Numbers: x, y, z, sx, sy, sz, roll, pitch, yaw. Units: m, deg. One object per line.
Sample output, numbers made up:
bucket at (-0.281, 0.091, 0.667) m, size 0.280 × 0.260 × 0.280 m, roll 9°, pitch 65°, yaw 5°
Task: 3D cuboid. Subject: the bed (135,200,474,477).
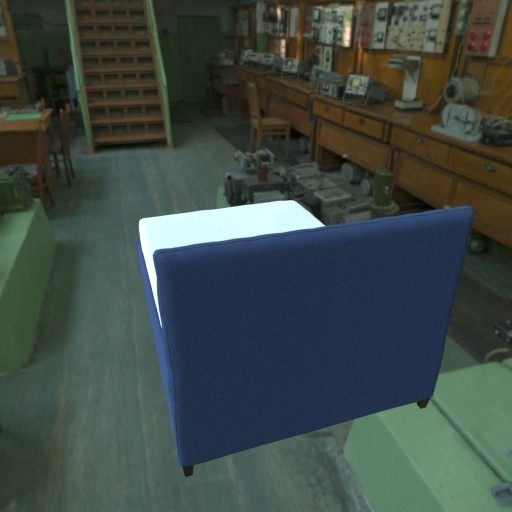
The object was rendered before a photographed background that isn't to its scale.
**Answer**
bed at (0.000, 0.000, 3.412) m, size 1.706 × 1.427 × 2.387 m, roll -9°, pitch 29°, yaw -16°
